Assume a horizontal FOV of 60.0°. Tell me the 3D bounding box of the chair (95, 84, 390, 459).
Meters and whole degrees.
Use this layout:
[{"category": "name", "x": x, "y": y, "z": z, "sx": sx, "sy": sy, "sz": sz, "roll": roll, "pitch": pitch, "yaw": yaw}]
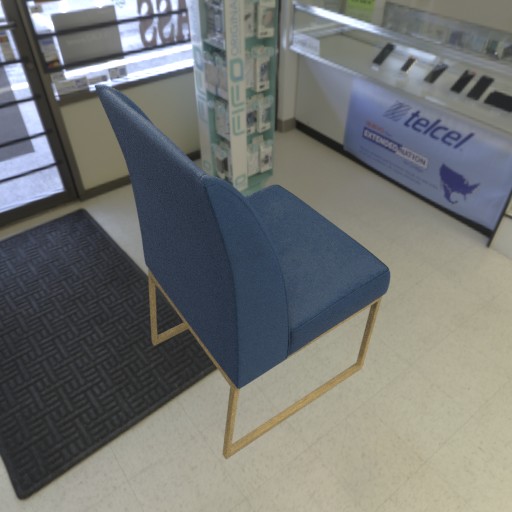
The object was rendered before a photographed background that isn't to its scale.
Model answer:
[{"category": "chair", "x": 0.000, "y": 0.000, "z": 1.165, "sx": 0.522, "sy": 0.863, "sz": 0.508, "roll": -25, "pitch": 47, "yaw": -25}]
